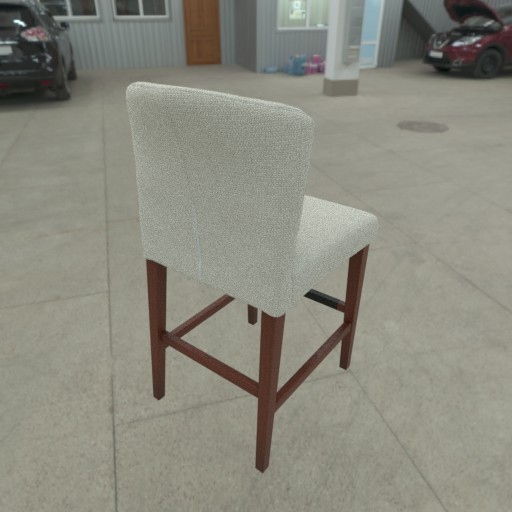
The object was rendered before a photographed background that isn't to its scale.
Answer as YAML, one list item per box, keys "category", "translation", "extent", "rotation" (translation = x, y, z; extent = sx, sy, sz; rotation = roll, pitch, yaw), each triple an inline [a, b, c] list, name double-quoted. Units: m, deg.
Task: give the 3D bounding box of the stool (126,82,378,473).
- category: "stool"
  translation: [0.000, 0.000, 1.250]
  extent: [0.481, 0.969, 0.568]
  rotation: [21, 36, 32]
